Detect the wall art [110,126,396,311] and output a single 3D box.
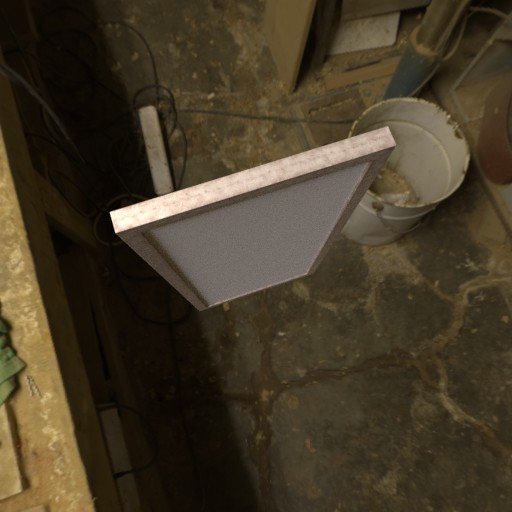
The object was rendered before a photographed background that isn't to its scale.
[{"bbox_3d":[0.000,0.000,1.684,0.648,1.461,0.051,-18,77,-4],"label":"wall art"}]
